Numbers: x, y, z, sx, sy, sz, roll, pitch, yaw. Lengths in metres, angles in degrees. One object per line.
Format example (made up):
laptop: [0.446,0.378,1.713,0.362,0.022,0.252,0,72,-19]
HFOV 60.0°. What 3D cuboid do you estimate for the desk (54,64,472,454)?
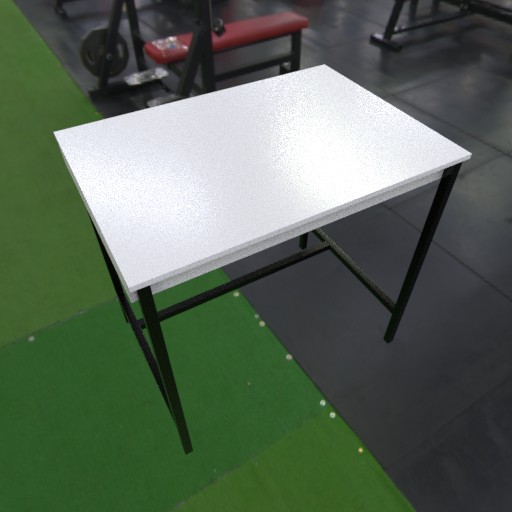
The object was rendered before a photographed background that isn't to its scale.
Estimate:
desk: [0.000,0.000,1.321,0.811,0.766,0.573,-22,50,-20]
